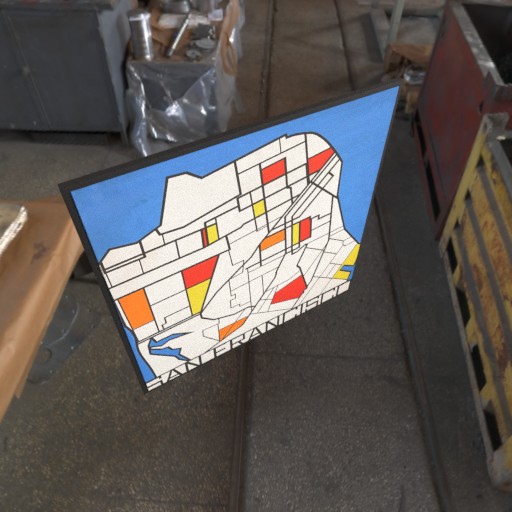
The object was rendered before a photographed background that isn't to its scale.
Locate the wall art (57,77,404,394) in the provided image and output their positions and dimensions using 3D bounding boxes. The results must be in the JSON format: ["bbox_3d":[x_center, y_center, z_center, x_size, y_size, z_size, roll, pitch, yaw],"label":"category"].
[{"bbox_3d":[0.000,0.000,0.999,0.664,0.663,0.015,-23,52,-20],"label":"wall art"}]
